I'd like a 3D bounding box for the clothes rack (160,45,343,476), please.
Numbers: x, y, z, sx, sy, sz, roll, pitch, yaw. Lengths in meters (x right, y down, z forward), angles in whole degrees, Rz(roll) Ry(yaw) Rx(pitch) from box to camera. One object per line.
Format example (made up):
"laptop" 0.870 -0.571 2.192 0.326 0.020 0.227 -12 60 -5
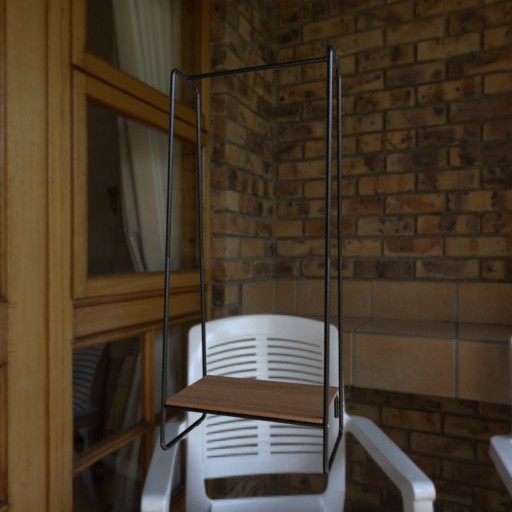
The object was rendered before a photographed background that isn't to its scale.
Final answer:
"clothes rack" 0.000 0.000 1.757 0.640 1.500 0.400 0 0 19
